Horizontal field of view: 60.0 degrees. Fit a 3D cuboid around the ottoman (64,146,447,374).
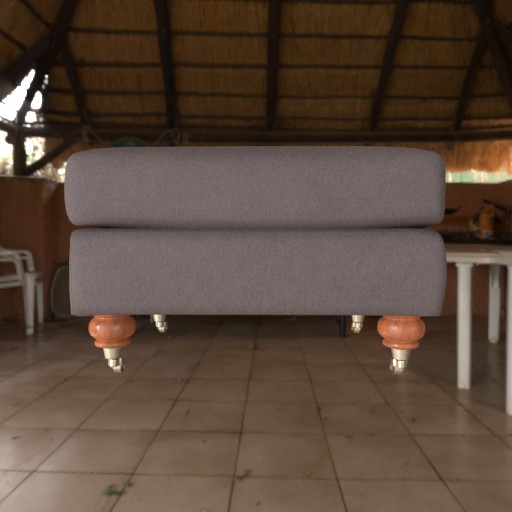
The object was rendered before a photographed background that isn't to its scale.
[{"bbox_3d":[0.000,0.000,1.137,0.773,0.497,0.574,0,2,1],"label":"ottoman"}]
